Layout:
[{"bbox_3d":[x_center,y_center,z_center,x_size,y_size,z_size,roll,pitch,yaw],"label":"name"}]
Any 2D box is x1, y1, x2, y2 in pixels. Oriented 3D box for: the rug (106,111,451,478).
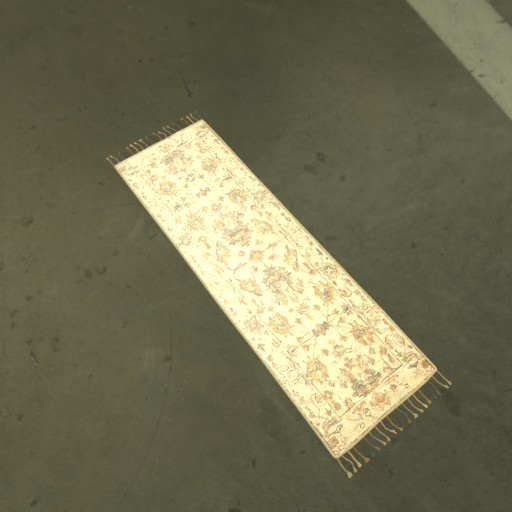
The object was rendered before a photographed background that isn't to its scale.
[{"bbox_3d":[0.000,0.000,2.646,0.729,0.021,2.438,-33,67,-16],"label":"rug"}]
